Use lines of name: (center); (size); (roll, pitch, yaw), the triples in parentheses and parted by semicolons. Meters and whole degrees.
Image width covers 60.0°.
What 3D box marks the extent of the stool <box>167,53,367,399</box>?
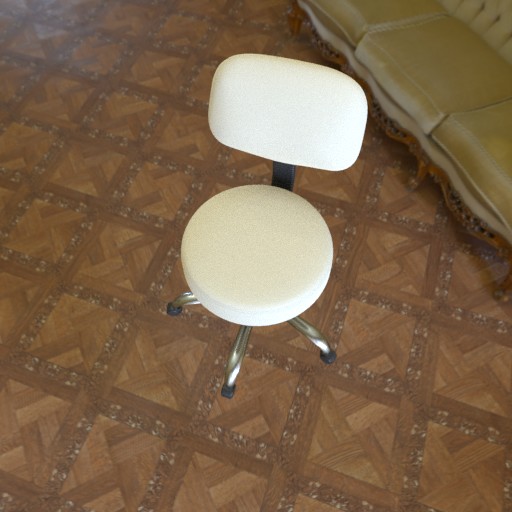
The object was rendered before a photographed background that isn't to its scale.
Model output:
stool: (0.000, 0.000, 1.223); (0.609, 0.810, 0.616); (16, 60, 9)
